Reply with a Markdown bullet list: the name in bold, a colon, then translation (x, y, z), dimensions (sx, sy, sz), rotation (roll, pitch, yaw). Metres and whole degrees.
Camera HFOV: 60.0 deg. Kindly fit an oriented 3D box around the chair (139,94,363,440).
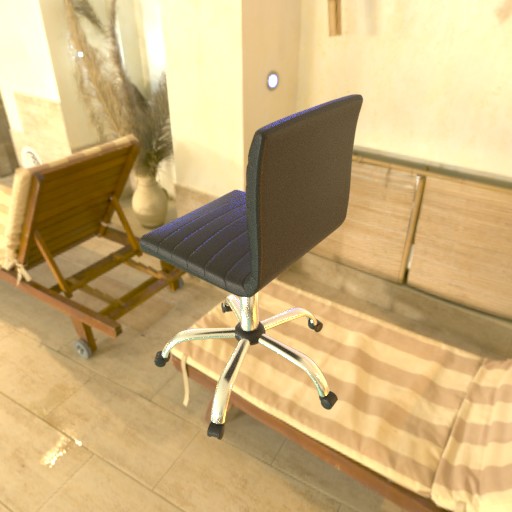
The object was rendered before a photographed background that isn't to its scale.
- **chair**: translation (0.000, 0.000, 1.141), dimensions (0.530, 0.780, 0.556), rotation (21, 37, 31)
